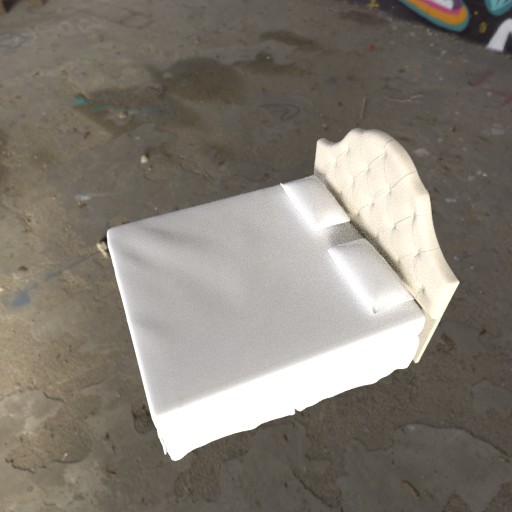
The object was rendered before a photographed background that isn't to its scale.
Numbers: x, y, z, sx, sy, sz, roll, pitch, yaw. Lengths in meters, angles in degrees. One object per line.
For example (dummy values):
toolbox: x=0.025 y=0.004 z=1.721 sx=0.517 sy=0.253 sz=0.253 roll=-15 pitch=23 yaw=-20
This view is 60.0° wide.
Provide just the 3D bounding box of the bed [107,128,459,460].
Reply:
bed: x=0.000 y=0.000 z=3.544 sx=2.214 sy=1.615 sz=2.008 roll=-16 pitch=49 yaw=-15
